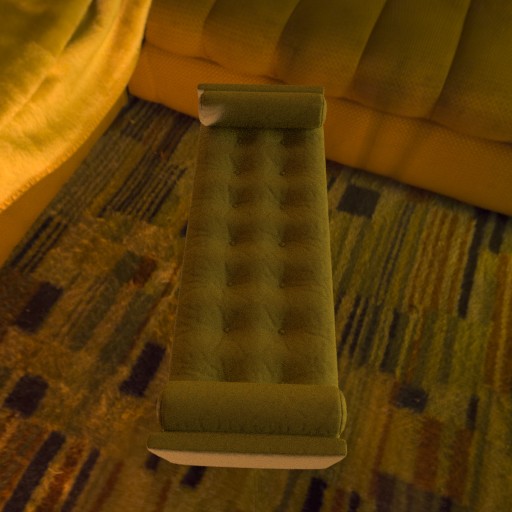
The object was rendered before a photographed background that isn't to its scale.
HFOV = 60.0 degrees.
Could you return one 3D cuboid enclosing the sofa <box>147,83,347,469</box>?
[{"bbox_3d":[0.000,0.000,2.455,0.796,0.705,2.102,2,61,1],"label":"sofa"}]
